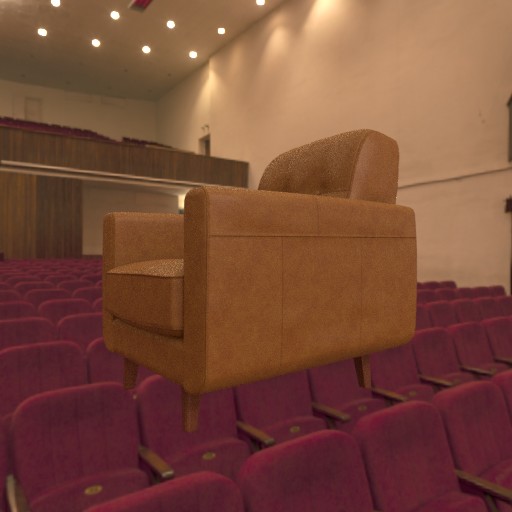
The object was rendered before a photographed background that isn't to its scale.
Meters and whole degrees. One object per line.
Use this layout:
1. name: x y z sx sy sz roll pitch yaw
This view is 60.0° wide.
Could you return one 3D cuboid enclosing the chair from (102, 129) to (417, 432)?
1. chair: 0.000 0.000 1.655 0.942 0.968 0.845 1 -1 -35
